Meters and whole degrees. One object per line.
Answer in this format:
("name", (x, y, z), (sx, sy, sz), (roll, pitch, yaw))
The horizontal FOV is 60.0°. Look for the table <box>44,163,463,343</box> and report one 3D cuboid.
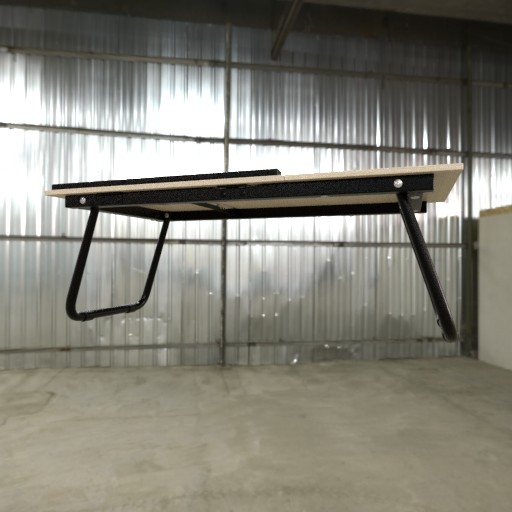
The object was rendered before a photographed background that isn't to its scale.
("table", (0.000, 0.000, 0.789), (0.644, 0.242, 0.322), (0, 0, 19))
